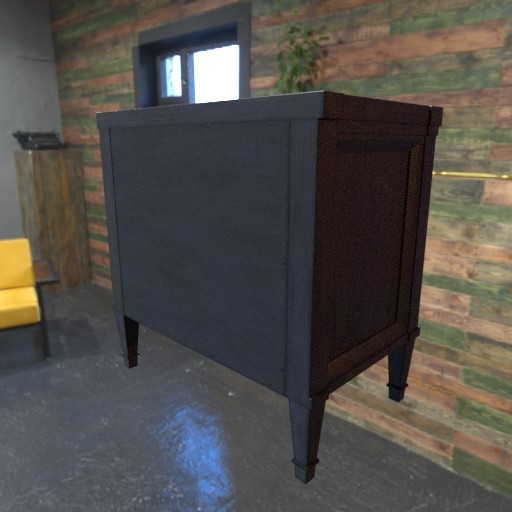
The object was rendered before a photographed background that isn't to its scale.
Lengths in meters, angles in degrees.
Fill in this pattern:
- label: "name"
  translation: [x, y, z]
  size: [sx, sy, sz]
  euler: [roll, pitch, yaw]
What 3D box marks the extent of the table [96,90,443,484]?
- label: "table"
  translation: [0.000, 0.000, 1.054]
  size: [0.660, 0.660, 0.413]
  euler: [13, 20, 42]
